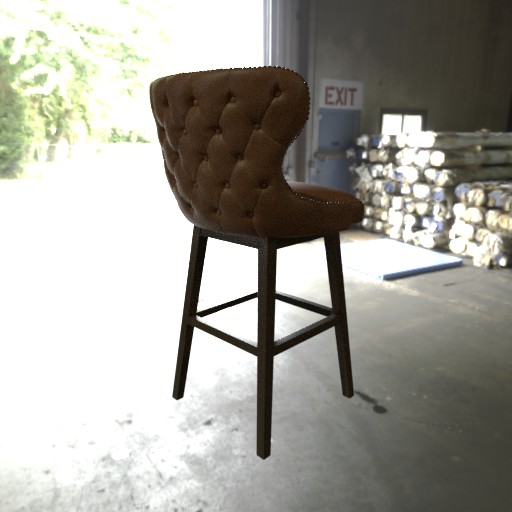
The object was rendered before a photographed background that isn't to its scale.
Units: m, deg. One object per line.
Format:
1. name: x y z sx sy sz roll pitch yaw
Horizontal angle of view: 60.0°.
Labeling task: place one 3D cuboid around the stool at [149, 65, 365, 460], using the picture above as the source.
1. stool: 0.000 0.000 1.471 0.591 1.087 0.606 14 21 43
